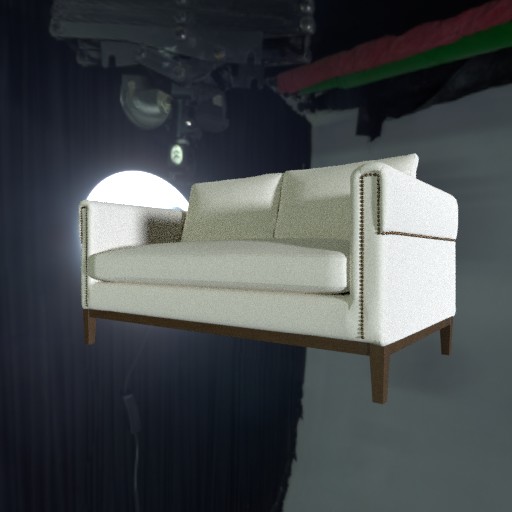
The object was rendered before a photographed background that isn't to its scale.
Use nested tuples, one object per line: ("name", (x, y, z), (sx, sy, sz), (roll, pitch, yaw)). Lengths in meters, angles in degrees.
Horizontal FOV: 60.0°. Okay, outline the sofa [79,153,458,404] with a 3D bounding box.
("sofa", (0.000, 0.000, 2.077), (1.598, 0.873, 0.905), (0, 0, 36))
